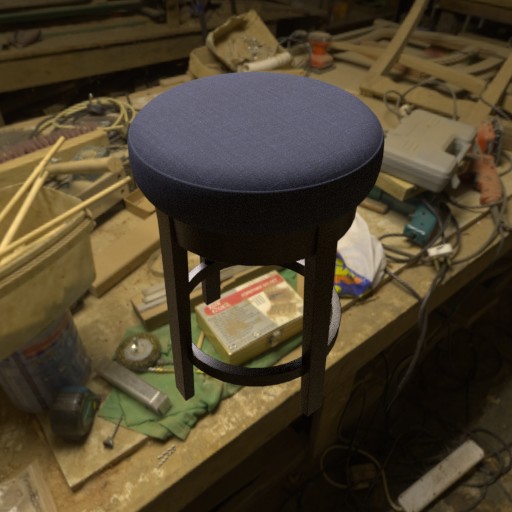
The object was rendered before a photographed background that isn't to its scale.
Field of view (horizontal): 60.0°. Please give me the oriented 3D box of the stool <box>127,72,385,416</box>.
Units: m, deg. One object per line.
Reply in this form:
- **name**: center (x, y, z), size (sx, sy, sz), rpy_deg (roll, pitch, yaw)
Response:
- **stool**: center (0.000, 0.000, 0.942), size (0.449, 0.655, 0.449), rpy_deg (0, 42, 0)
